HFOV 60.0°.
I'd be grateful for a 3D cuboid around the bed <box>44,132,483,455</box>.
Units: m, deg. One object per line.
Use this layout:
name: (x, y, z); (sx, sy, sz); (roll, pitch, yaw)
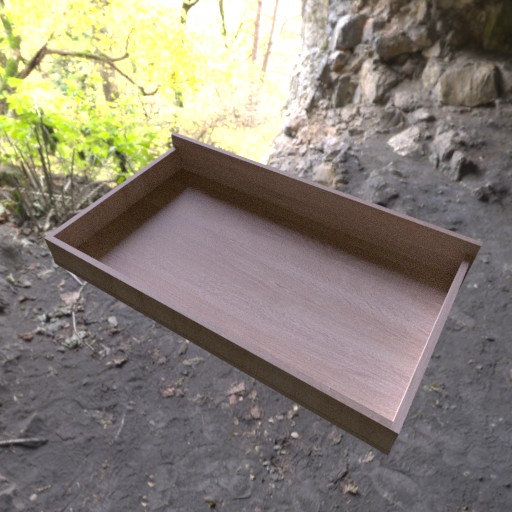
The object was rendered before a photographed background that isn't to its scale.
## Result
bed: (0.000, 0.000, 1.440); (1.200, 0.209, 0.685); (24, 50, 22)
